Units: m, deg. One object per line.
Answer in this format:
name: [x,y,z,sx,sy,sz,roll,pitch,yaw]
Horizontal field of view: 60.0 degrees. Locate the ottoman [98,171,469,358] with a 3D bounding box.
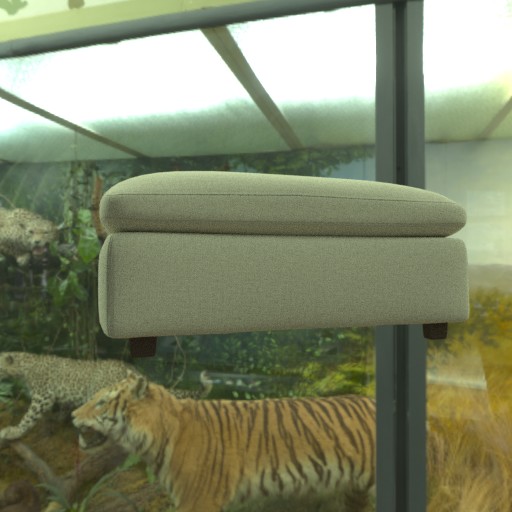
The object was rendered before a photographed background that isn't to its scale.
ottoman: [0.000,0.000,1.527,0.996,0.467,0.977,0,-1,-17]
